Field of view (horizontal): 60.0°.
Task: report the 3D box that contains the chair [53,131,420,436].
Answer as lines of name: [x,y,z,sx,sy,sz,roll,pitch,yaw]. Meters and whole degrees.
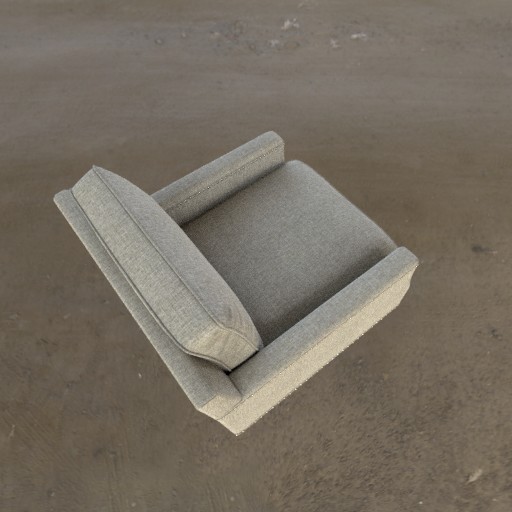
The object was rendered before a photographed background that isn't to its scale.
chair: [0.000,0.000,1.692,1.014,0.943,0.853,-33,64,-19]
